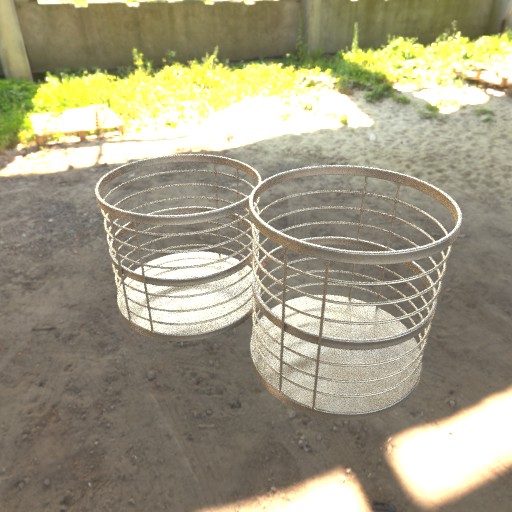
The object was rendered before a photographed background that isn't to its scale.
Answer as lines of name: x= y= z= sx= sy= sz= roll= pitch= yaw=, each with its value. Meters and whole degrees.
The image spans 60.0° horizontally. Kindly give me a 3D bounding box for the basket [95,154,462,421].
basket: x=0.000 y=0.000 z=0.944 sx=0.746 sy=0.351 sz=0.356 roll=18 pitch=36 yaw=27
